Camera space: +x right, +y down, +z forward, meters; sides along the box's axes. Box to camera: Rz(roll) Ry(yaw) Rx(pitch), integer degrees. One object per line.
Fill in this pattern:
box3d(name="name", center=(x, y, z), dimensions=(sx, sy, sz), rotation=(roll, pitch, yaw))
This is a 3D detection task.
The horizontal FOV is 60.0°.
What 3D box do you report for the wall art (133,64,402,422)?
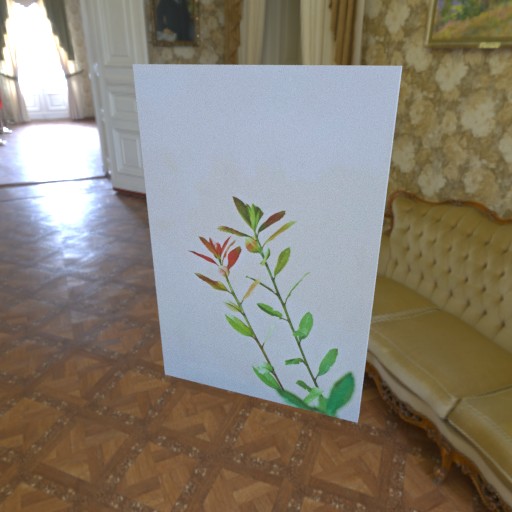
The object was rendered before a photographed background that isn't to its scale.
box3d(name="wall art", center=(0.000, 0.000, 1.444), dimensions=(0.764, 1.143, 0.038), rotation=(8, 26, 18))
